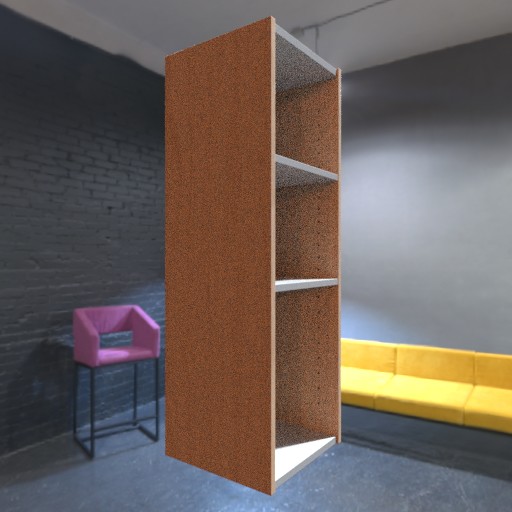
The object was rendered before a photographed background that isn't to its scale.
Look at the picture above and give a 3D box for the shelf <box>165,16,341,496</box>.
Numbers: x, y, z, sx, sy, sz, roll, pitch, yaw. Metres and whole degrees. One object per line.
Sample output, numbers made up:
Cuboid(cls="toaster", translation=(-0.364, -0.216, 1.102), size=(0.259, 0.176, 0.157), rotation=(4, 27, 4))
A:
Cuboid(cls="shelf", translation=(0.000, 0.000, 1.037), size=(0.290, 0.900, 0.300), rotation=(0, 0, 36))
